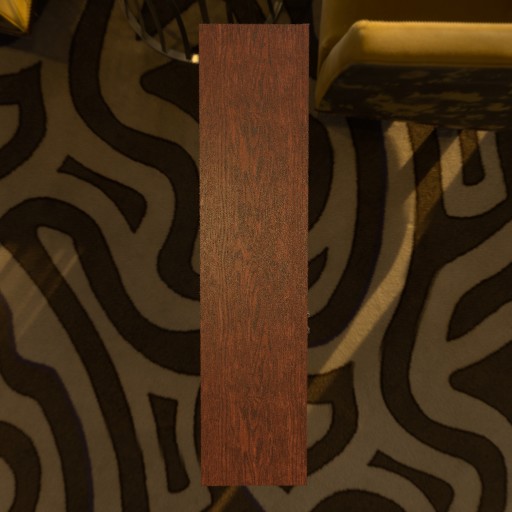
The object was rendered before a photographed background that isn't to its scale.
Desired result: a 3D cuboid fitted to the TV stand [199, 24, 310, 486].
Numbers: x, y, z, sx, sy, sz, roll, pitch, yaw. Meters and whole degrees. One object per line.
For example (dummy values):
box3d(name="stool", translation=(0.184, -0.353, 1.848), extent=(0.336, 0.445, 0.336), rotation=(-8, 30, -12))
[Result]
box3d(name="TV stand", translation=(0.000, 0.000, 1.765), extent=(0.382, 0.578, 1.541), rotation=(0, 92, -1))
